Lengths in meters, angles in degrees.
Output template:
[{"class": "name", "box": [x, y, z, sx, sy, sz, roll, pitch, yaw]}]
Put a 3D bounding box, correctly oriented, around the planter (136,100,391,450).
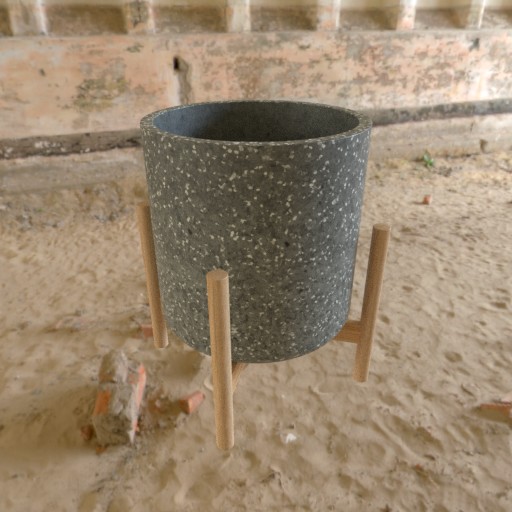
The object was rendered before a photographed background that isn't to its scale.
[{"class": "planter", "box": [0.000, 0.000, 0.690, 0.360, 0.419, 0.360, 19, 33, 32]}]
